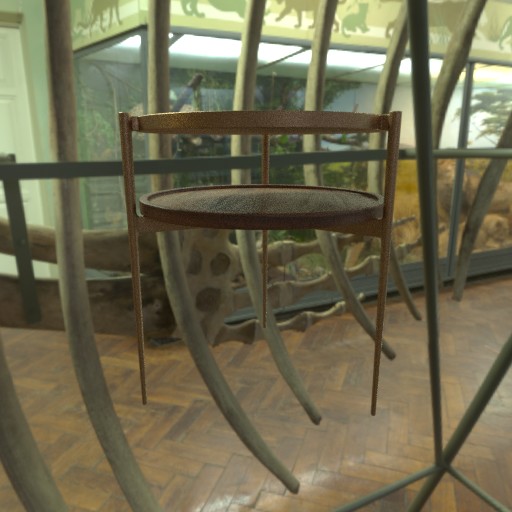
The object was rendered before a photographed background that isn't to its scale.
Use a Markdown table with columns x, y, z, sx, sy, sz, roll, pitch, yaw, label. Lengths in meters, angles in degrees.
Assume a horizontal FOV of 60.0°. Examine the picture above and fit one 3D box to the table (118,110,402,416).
| x | y | z | sx | sy | sz | roll | pitch | yaw | label |
| --- | --- | --- | --- | --- | --- | --- | --- | --- | --- |
| 0.000 | 0.000 | 0.818 | 0.456 | 0.493 | 0.430 | -7 | 16 | -25 | table |
